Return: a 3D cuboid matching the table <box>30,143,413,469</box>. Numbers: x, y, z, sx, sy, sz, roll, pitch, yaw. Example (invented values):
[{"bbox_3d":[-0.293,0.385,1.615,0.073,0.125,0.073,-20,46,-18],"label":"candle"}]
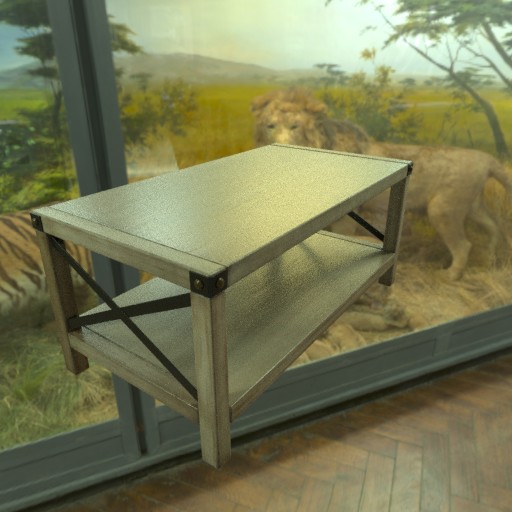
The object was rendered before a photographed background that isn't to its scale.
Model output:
[{"bbox_3d":[0.000,0.000,1.322,0.559,0.456,1.016,17,30,32],"label":"table"}]
